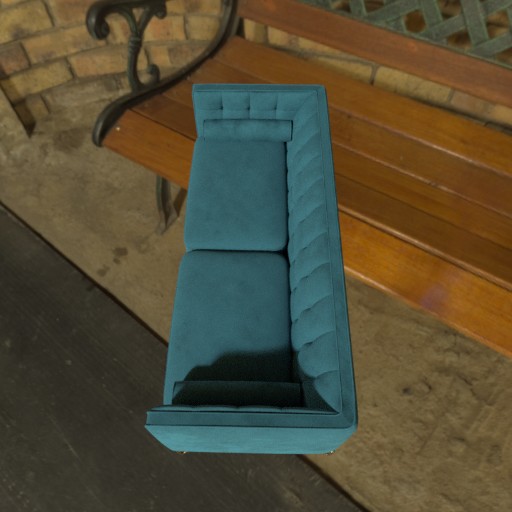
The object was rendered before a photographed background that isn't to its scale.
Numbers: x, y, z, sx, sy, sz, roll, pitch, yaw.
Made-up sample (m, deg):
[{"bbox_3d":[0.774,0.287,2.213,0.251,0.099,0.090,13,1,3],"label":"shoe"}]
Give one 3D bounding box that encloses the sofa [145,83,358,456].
[{"bbox_3d":[0.000,0.000,2.575,0.867,0.789,2.087,1,59,1],"label":"sofa"}]
